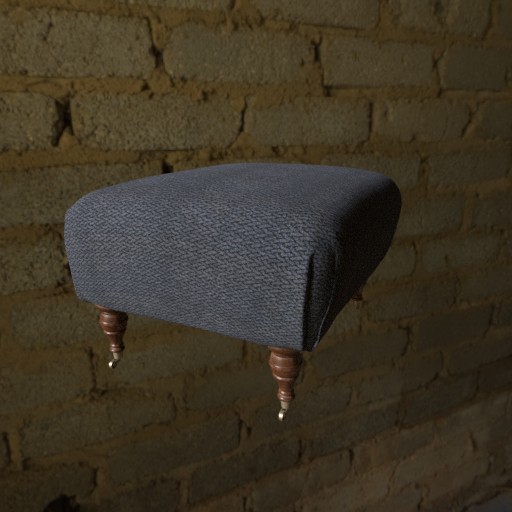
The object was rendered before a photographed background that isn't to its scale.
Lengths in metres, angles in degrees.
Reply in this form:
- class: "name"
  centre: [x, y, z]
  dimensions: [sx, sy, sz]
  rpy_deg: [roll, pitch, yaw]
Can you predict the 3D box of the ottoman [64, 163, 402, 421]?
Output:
- class: "ottoman"
  centre: [0.000, 0.000, 1.154]
  dimensions: [0.622, 0.450, 0.747]
  rpy_deg: [8, 18, 25]
